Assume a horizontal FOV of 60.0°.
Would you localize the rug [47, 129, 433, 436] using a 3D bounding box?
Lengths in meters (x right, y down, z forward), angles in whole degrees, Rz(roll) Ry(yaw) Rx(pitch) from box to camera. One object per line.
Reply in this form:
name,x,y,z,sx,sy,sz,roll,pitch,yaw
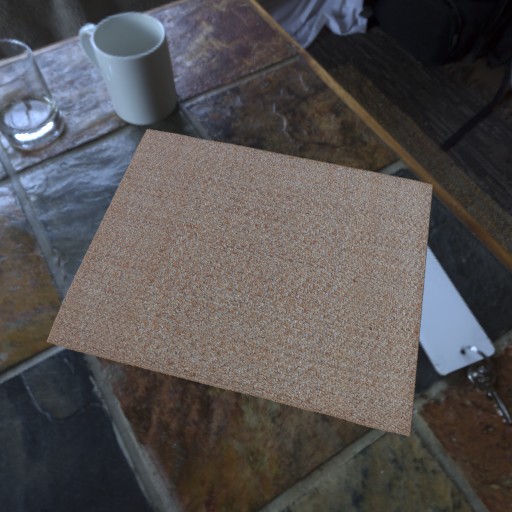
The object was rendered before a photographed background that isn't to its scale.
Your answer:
rug,0.000,0.000,4.070,3.048,0.013,2.439,13,64,6
